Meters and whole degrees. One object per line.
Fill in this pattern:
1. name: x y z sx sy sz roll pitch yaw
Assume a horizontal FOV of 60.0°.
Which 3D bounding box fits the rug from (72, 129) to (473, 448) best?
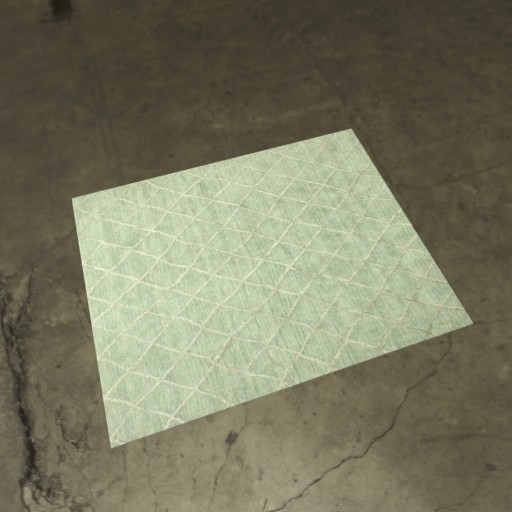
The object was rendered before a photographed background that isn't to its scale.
1. rug: 0.000 0.000 4.059 3.039 0.019 2.420 -16 61 -9
